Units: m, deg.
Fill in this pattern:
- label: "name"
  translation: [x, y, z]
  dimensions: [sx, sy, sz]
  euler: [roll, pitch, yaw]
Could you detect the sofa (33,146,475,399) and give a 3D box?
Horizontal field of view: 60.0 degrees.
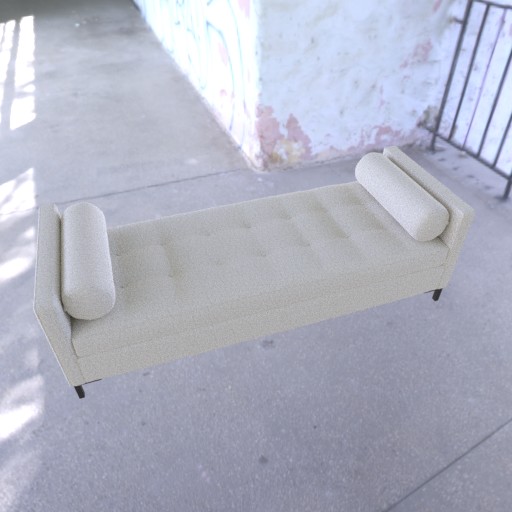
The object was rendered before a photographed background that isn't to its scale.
- label: "sofa"
  translation: [0.000, 0.000, 2.316]
  dimensions: [1.985, 0.641, 0.746]
  euler: [-12, 42, -14]
